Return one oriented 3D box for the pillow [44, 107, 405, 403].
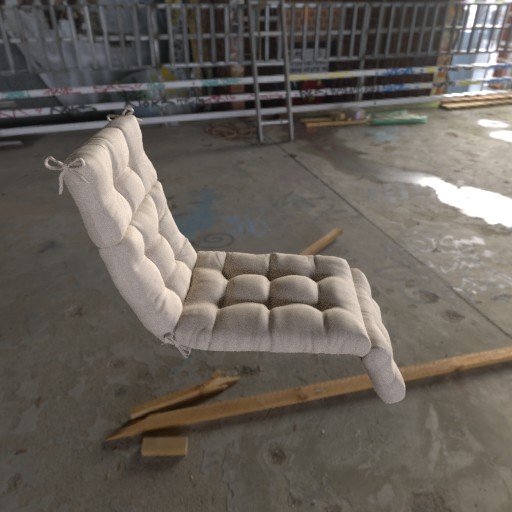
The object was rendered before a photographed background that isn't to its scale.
[{"bbox_3d":[0.000,0.000,1.480,1.016,0.863,0.526,1,31,2],"label":"pillow"}]
